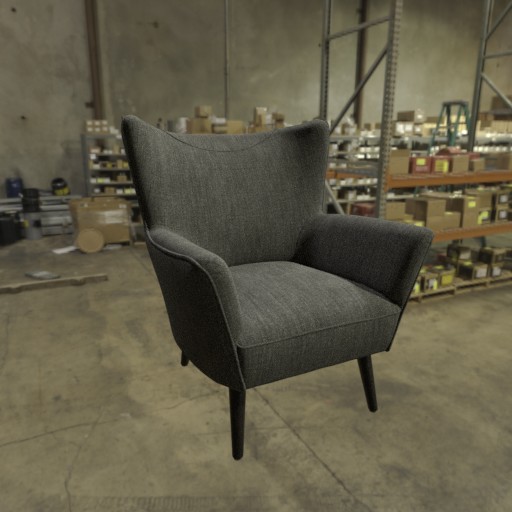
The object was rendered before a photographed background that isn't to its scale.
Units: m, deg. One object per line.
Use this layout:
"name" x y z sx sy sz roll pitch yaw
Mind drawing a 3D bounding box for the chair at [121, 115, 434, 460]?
"chair" 0.000 0.000 1.535 0.781 0.933 0.888 -8 17 -26
